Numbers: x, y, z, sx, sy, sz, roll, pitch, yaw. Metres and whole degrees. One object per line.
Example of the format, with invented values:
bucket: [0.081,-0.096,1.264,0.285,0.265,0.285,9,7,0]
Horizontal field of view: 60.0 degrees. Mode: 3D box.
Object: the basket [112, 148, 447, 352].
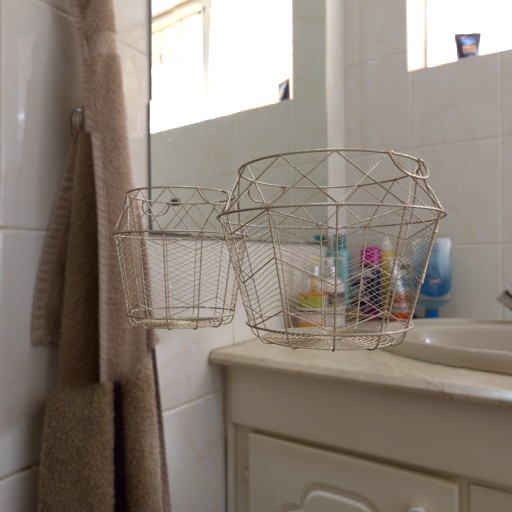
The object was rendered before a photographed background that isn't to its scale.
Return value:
basket: [0.000,0.000,1.006,0.805,0.343,0.451,-1,-1,35]
